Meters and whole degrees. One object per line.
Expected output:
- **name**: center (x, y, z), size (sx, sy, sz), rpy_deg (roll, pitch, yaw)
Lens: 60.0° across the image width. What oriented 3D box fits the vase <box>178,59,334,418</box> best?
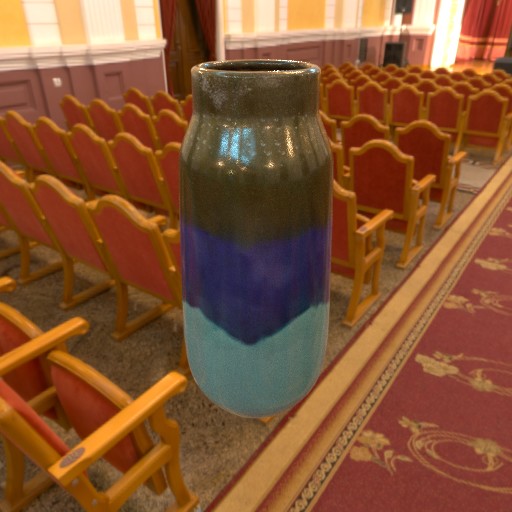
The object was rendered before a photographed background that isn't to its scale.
- **vase**: center (0.000, 0.000, 0.393), size (0.139, 0.313, 0.139), rpy_deg (0, 29, 0)
